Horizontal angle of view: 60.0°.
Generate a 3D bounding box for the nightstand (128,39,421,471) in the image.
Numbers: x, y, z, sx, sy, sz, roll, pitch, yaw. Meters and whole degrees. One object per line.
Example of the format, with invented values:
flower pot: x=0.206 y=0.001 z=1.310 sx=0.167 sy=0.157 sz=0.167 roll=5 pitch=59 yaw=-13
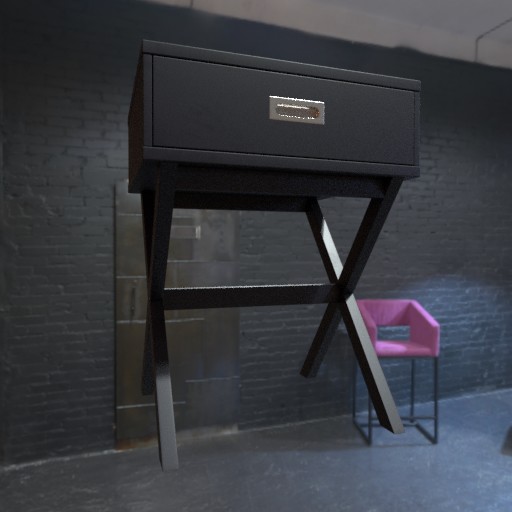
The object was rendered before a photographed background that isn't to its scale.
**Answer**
nightstand: x=0.000 y=0.000 z=0.900 sx=0.479 sy=0.623 sz=0.402 roll=0 pitch=1 yaw=-19
